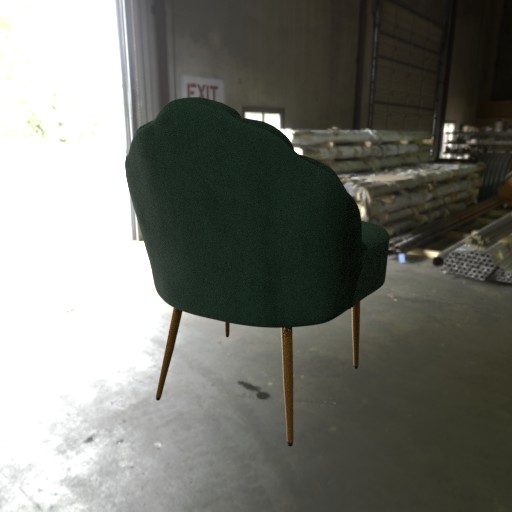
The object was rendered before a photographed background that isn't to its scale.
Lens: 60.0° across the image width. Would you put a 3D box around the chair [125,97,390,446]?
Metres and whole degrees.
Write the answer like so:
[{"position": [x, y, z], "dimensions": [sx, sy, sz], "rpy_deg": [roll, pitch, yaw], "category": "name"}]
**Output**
[{"position": [0.000, 0.000, 1.267], "dimensions": [0.657, 0.819, 0.599], "rpy_deg": [8, 17, 27], "category": "chair"}]
